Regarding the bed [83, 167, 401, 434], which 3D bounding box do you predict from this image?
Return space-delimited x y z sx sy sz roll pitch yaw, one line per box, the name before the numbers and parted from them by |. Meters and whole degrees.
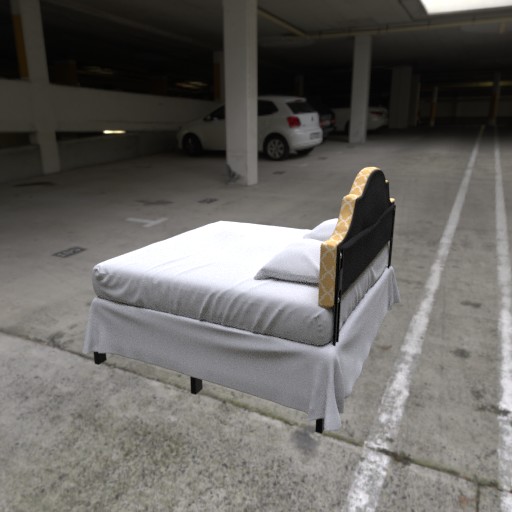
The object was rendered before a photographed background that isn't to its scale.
bed | 0.000 0.000 3.901 2.222 1.601 2.314 8 18 25
